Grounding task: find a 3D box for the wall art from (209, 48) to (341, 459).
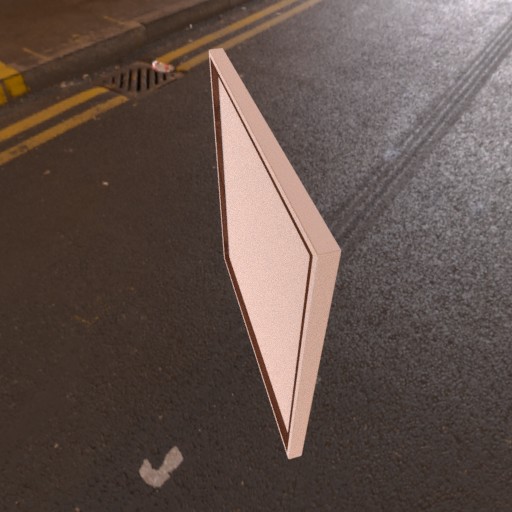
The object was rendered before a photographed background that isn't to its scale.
[{"bbox_3d":[0.000,0.000,1.517,0.049,1.009,1.009,-11,47,-11],"label":"wall art"}]
